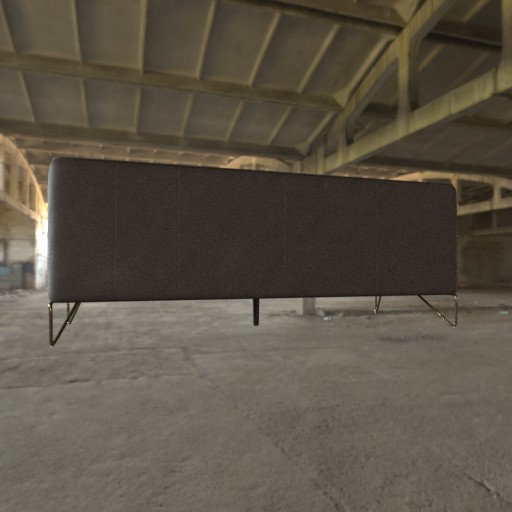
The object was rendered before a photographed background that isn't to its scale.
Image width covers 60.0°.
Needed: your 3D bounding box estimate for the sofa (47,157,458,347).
[{"bbox_3d":[0.000,0.000,2.512,2.087,0.789,0.867,1,-2,-18],"label":"sofa"}]
